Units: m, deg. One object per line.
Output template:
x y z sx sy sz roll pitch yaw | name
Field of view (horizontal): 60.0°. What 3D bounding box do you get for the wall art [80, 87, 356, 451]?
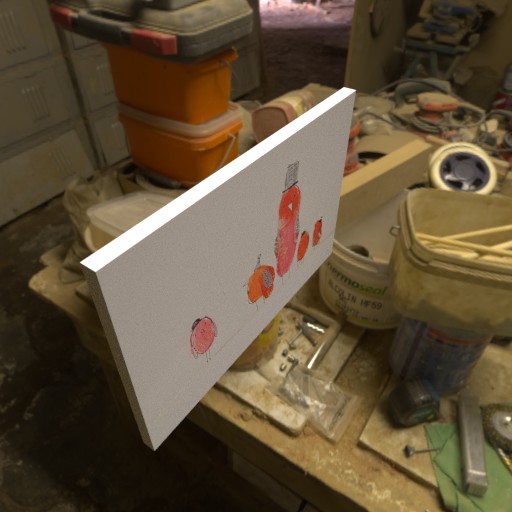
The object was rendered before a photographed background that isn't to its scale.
0.000 0.000 1.179 0.038 0.609 0.914 25 47 26 | wall art
